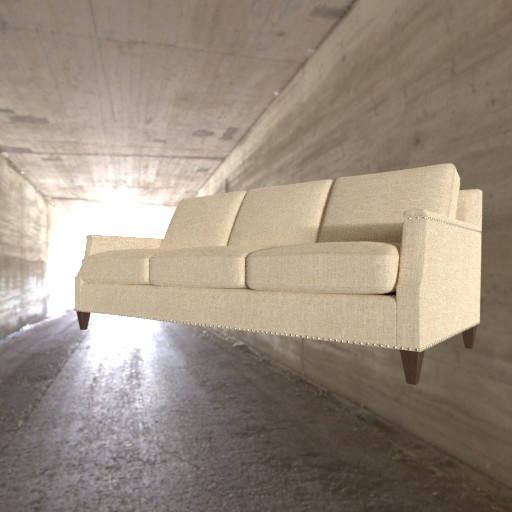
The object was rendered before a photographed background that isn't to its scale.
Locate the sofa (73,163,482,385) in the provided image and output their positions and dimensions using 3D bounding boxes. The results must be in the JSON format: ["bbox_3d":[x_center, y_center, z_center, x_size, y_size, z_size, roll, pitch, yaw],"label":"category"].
[{"bbox_3d":[0.000,0.000,2.586,2.210,0.940,1.041,-1,-1,38],"label":"sofa"}]
